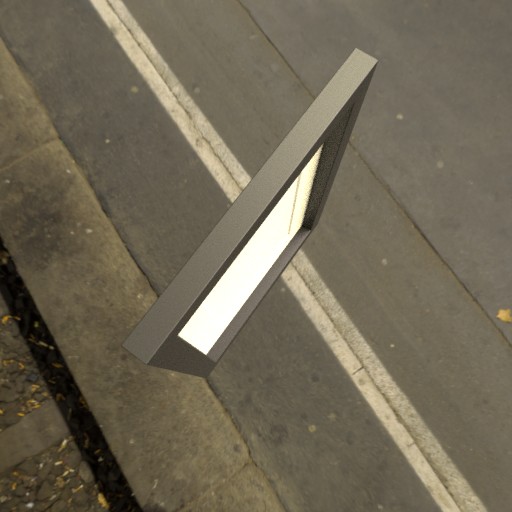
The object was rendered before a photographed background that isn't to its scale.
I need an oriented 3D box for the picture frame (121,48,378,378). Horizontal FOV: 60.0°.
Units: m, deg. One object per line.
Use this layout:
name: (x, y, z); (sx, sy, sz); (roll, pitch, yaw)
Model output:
picture frame: (0.000, 0.000, 0.524); (0.036, 0.383, 0.307); (34, 76, 10)
